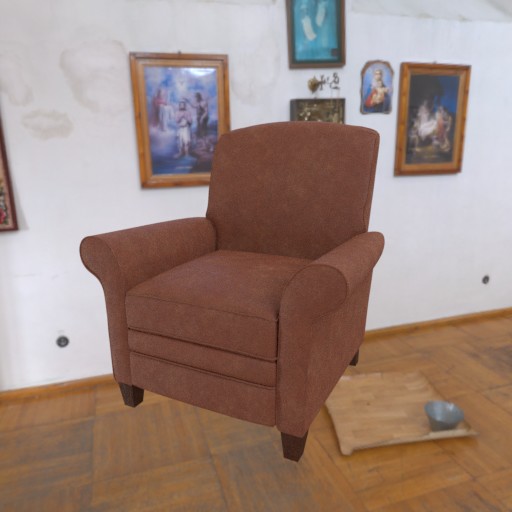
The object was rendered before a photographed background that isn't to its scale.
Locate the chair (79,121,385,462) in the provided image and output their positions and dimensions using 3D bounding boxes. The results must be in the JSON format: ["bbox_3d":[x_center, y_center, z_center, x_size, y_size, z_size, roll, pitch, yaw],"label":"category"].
[{"bbox_3d":[0.000,0.000,1.758,0.978,1.061,0.902,7,16,26],"label":"chair"}]
